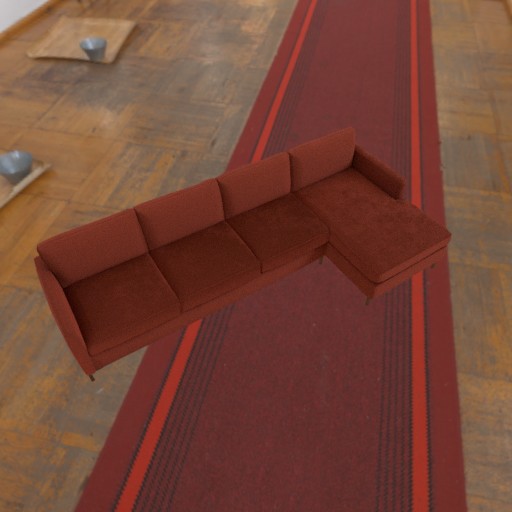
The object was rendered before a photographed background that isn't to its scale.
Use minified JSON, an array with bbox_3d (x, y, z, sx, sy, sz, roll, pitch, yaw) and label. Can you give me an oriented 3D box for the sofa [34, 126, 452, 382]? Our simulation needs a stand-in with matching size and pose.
[{"bbox_3d":[0.000,0.000,3.400,2.932,0.810,1.350,-25,52,-21],"label":"sofa"}]
